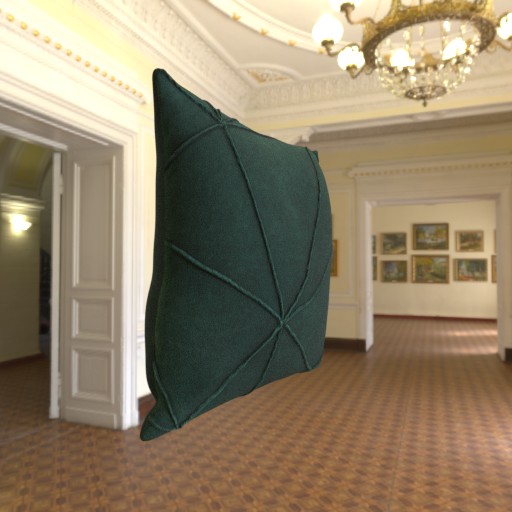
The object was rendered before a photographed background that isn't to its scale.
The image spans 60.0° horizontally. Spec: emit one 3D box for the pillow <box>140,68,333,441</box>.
[{"bbox_3d":[0.000,0.000,0.690,0.184,0.440,0.439,-1,-2,34],"label":"pillow"}]
